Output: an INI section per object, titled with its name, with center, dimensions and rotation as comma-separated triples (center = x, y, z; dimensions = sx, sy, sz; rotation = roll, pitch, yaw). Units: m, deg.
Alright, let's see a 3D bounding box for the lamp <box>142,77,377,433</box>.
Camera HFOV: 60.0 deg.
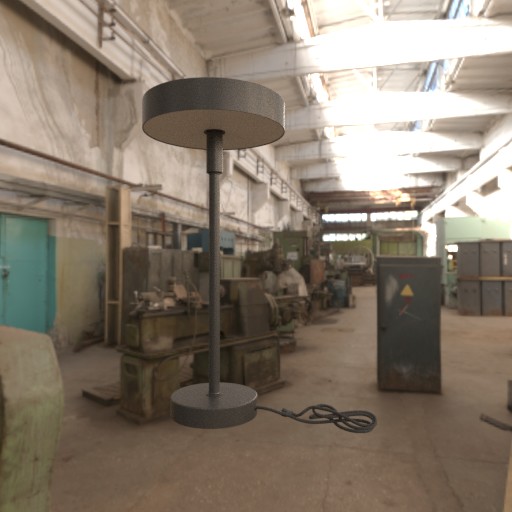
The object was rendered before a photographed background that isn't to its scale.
[lamp]
center = 0.000, 0.000, 0.701
dimensions = 0.369, 0.508, 0.229
rotation = 0, -1, 16
